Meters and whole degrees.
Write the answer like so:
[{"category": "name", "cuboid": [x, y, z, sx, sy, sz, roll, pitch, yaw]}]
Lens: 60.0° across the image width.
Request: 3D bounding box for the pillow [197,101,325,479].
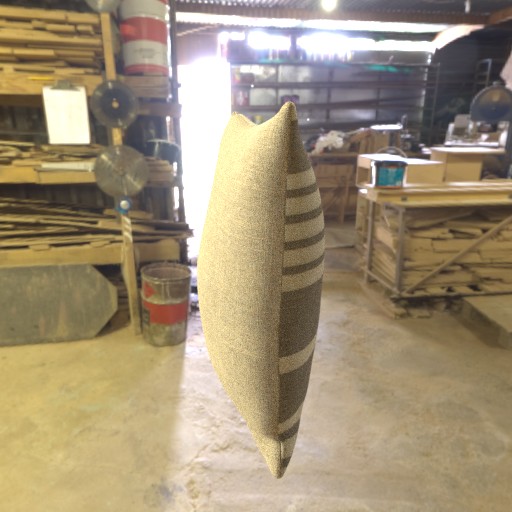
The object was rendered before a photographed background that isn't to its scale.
[{"category": "pillow", "cuboid": [0.000, 0.000, 0.683, 0.182, 0.440, 0.439, -3, 18, -9]}]
